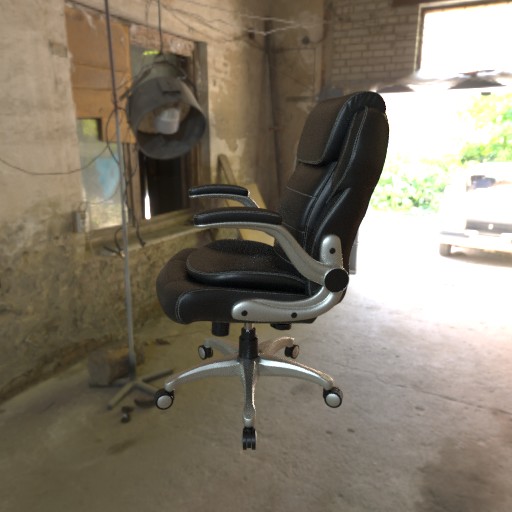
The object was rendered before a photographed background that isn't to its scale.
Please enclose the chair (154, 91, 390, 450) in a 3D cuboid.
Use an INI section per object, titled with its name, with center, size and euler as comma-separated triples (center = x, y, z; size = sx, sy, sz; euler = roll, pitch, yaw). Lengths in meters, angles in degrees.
[chair]
center = 0.000, 0.000, 1.650
size = 0.801, 1.141, 0.724
euler = -3, 15, -9
